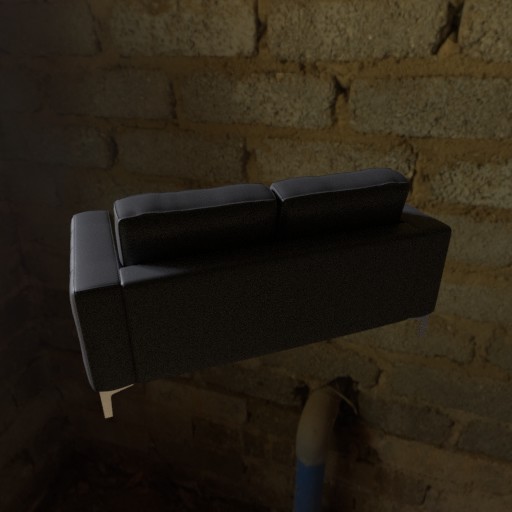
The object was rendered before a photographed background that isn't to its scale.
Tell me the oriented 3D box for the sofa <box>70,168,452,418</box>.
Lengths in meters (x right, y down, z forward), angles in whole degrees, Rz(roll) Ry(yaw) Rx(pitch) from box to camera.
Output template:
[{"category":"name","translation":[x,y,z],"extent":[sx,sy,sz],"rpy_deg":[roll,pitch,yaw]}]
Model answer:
[{"category":"sofa","translation":[0.000,0.000,2.252],"extent":[1.726,0.893,0.833],"rpy_deg":[-9,29,-18]}]
